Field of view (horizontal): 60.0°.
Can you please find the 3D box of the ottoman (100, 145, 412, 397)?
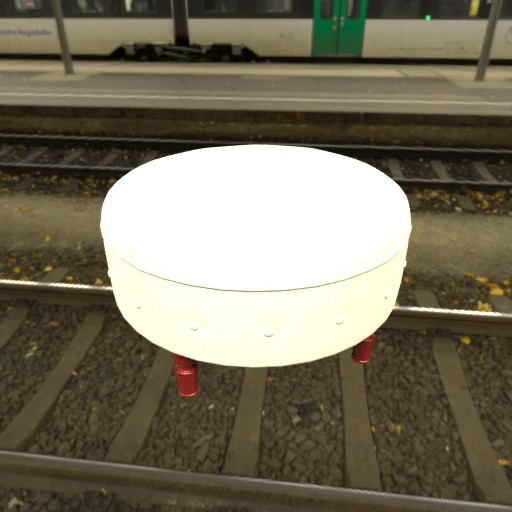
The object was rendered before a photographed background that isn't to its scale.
[{"bbox_3d":[0.000,0.000,1.346,0.850,0.483,0.850,0,30,0],"label":"ottoman"}]
